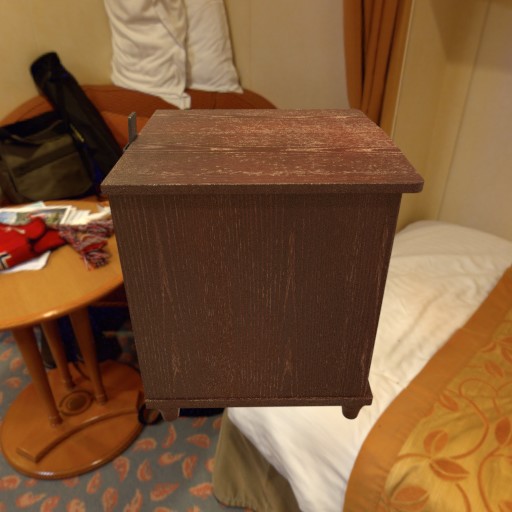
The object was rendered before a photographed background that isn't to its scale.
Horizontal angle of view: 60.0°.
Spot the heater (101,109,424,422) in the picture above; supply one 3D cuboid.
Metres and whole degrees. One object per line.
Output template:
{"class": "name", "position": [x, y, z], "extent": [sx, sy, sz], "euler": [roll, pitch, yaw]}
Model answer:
{"class": "heater", "position": [0.000, 0.000, 0.765], "extent": [0.400, 0.481, 0.362], "euler": [0, 31, -1]}
